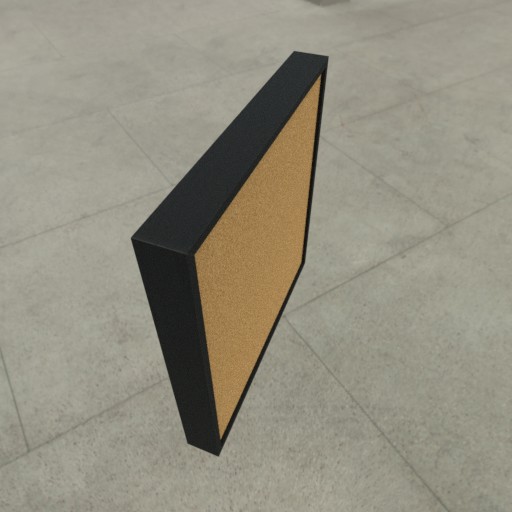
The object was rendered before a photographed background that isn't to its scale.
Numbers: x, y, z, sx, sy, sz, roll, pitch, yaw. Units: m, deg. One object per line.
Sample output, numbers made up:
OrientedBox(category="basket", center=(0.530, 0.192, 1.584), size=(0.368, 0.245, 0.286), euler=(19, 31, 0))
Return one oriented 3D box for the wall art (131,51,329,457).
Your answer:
OrientedBox(category="wall art", center=(0.000, 0.000, 0.465), size=(0.037, 0.305, 0.305), euler=(16, 48, 15))
